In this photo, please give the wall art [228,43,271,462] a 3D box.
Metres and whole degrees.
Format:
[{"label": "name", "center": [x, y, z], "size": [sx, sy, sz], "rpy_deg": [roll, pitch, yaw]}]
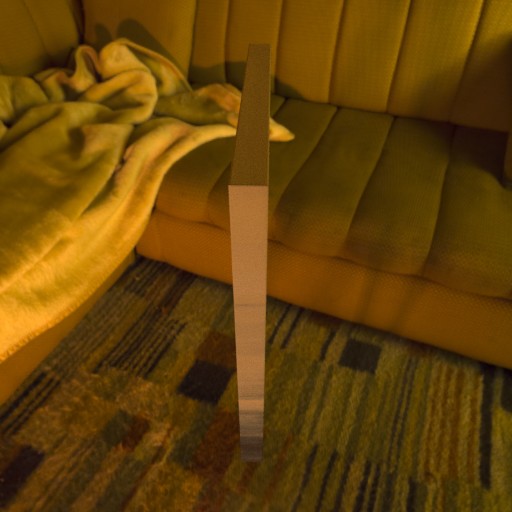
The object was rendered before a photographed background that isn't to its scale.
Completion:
[{"label": "wall art", "center": [0.000, 0.000, 0.827], "size": [0.040, 0.608, 0.489], "rpy_deg": [1, 41, 1]}]
